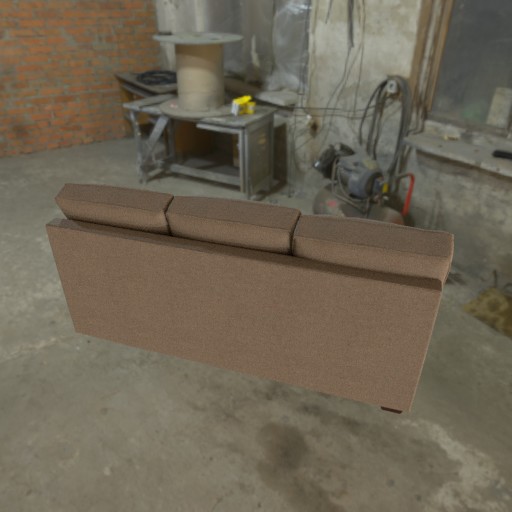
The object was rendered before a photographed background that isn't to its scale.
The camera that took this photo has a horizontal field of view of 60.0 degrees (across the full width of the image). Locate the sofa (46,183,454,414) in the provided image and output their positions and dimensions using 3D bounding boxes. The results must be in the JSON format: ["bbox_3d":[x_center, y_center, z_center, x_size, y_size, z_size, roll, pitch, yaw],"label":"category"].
[{"bbox_3d":[0.000,0.000,2.774,2.092,1.036,1.127,9,32,15],"label":"sofa"}]
